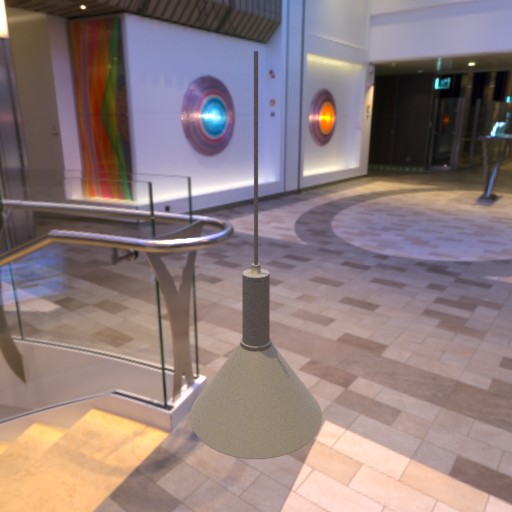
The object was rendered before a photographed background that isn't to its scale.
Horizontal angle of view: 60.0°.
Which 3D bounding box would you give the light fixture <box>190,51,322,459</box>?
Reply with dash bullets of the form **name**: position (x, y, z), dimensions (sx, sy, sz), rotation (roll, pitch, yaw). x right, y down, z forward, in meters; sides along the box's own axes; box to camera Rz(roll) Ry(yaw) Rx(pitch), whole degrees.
- **light fixture**: position (0.000, 0.000, 0.807), dimensions (0.267, 0.683, 0.267), rotation (-3, 17, -8)
